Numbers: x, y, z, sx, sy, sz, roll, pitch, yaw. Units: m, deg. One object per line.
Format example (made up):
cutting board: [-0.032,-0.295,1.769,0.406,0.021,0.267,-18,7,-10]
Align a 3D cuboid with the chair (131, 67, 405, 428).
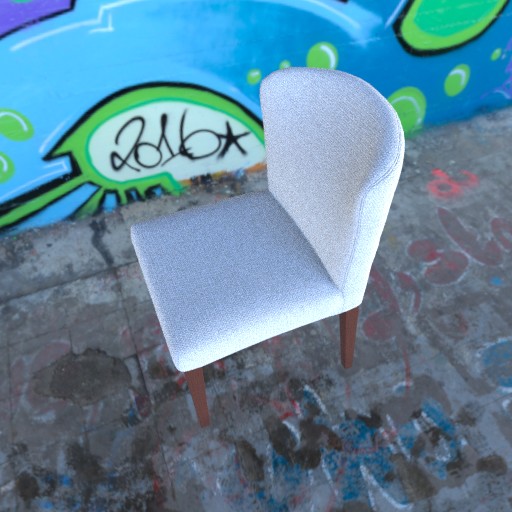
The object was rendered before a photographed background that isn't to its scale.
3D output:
chair: [0.000,0.000,1.199,0.589,0.839,0.491,-18,50,-15]
